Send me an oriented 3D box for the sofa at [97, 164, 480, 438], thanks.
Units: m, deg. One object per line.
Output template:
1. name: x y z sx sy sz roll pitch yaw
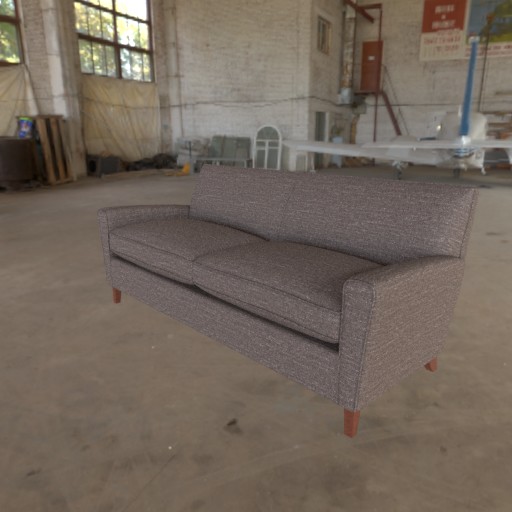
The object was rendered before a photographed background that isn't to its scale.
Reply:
1. sofa: 0.000 0.000 2.401 0.875 0.846 1.976 -15 21 -42
